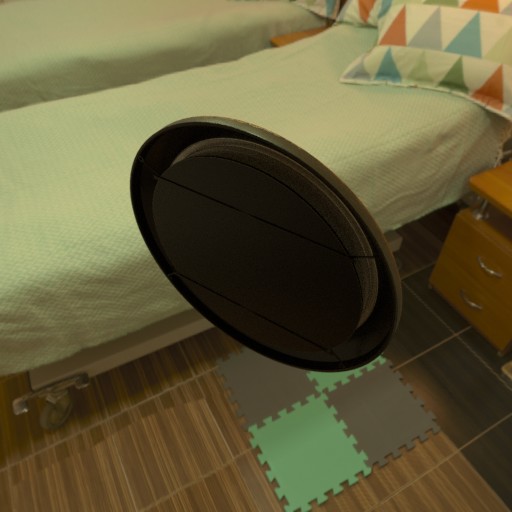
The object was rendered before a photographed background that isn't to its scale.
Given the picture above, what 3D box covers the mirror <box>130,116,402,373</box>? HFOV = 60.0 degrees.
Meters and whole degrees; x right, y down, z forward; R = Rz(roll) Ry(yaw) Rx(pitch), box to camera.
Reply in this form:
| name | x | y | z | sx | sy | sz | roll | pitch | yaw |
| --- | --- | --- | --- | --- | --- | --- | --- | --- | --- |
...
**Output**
| name | x | y | z | sx | sy | sz | roll | pitch | yaw |
| --- | --- | --- | --- | --- | --- | --- | --- | --- | --- |
| mirror | 0.000 | 0.000 | 1.348 | 0.907 | 0.907 | 0.111 | 25 | 51 | 22 |
